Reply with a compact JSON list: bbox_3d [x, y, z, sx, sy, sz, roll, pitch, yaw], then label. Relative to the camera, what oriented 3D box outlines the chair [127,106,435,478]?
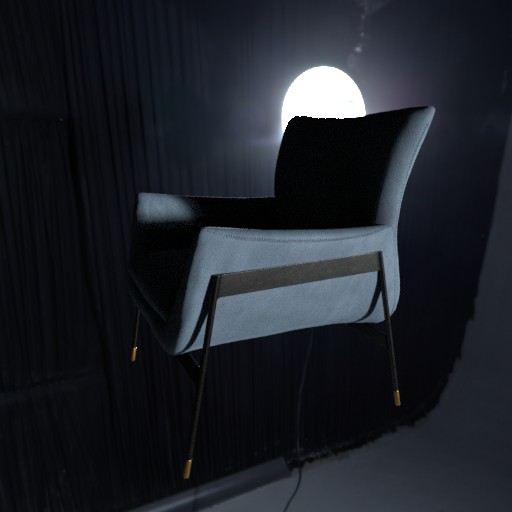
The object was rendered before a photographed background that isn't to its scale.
[{"bbox_3d":[0.000,0.000,1.361,0.709,0.858,0.678,-7,17,-25],"label":"chair"}]
